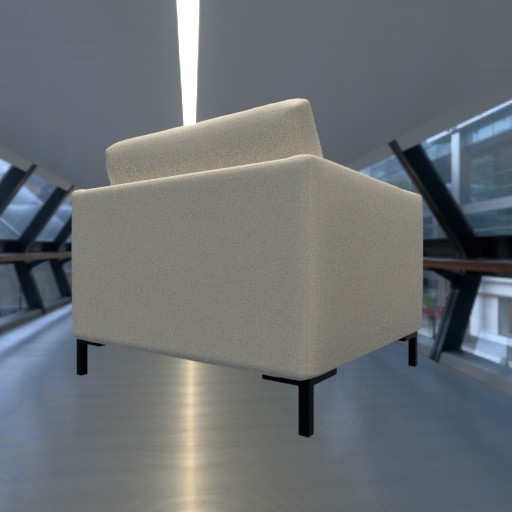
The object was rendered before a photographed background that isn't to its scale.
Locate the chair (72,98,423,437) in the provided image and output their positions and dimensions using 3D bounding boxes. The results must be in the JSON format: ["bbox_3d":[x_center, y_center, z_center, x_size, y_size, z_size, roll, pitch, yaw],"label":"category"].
[{"bbox_3d":[0.000,0.000,1.578,0.964,0.806,0.875,0,0,36],"label":"chair"}]
